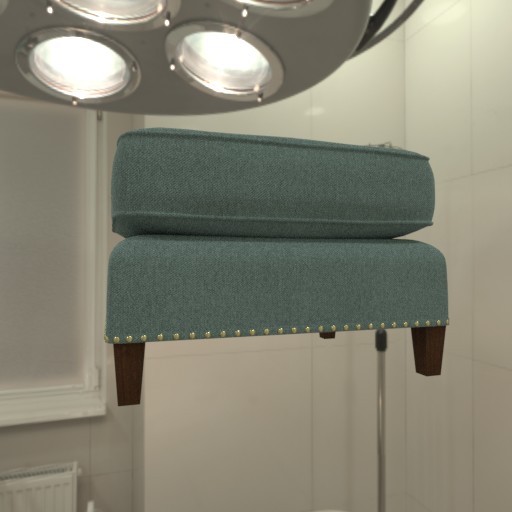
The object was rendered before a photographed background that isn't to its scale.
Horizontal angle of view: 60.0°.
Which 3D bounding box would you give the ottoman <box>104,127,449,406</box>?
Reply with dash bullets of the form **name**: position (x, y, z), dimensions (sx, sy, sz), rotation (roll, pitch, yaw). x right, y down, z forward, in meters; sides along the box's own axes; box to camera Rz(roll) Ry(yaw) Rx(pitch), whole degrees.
- **ottoman**: position (0.000, 0.000, 1.150), dimensions (0.738, 0.537, 0.589), rotation (0, -1, -18)
